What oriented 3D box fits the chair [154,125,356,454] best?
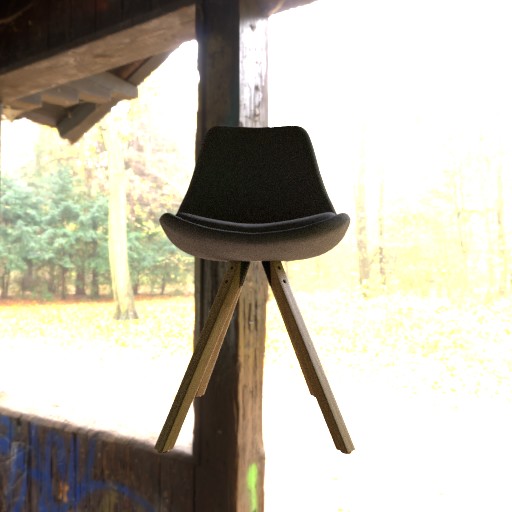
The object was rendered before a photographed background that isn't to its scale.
[{"bbox_3d":[0.000,0.000,1.190,0.483,0.865,0.550,0,-1,1],"label":"chair"}]
